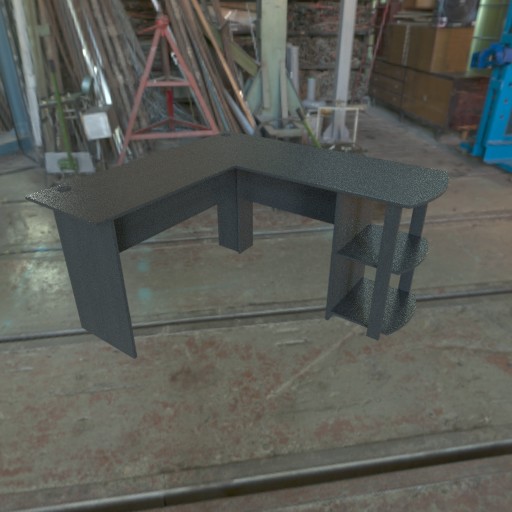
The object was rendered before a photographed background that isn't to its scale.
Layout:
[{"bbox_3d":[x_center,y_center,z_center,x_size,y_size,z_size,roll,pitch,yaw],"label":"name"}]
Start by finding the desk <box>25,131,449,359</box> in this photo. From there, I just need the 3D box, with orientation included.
[{"bbox_3d":[0.000,0.000,2.081,1.361,0.716,1.303,19,35,30],"label":"desk"}]
